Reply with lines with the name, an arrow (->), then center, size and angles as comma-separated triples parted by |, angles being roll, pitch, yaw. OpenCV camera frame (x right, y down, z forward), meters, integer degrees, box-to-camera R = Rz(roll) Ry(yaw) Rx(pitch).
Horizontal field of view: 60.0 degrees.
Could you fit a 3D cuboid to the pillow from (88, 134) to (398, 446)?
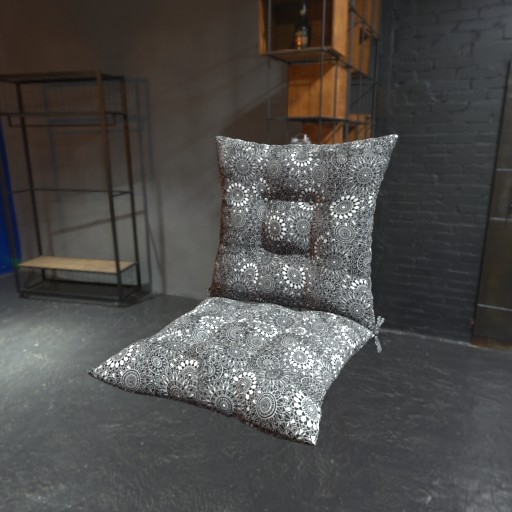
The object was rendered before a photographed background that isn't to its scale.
pillow -> 0.000, 0.000, 1.011 | 0.541, 0.536, 0.585 | 7, 17, 26
